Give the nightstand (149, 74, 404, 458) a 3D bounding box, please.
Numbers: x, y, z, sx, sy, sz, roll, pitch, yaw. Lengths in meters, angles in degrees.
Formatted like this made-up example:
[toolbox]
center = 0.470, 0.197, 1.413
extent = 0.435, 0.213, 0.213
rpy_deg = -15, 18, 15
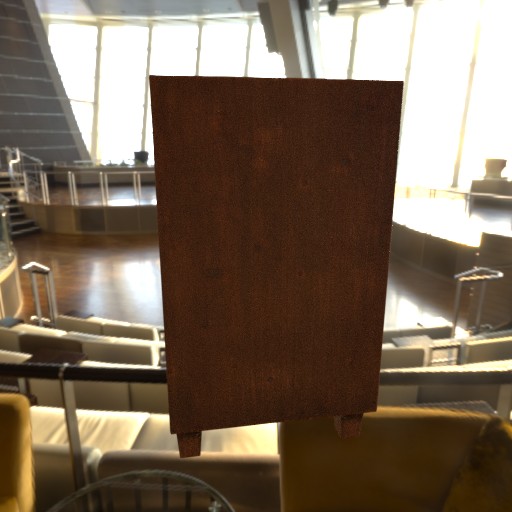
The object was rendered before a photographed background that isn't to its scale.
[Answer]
[nightstand]
center = 0.000, 0.000, 0.994
extent = 0.410, 0.695, 0.465
rpy_deg = -3, 16, -10
